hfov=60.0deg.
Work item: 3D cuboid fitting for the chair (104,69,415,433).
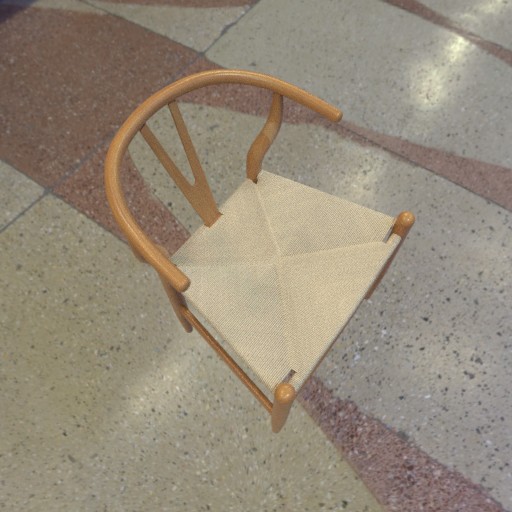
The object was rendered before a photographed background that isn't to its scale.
[{"bbox_3d":[0.000,0.000,1.155,0.579,0.730,0.569,33,65,17],"label":"chair"}]
